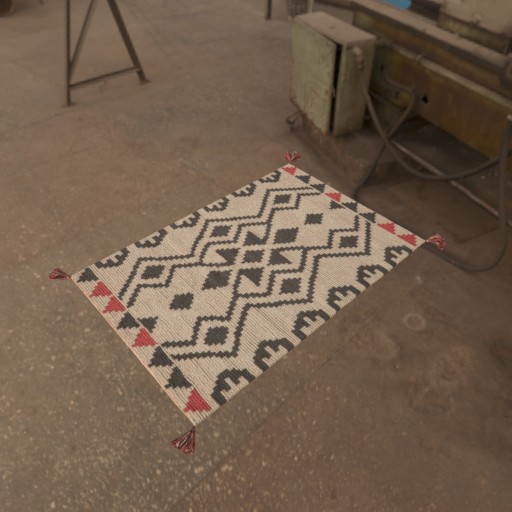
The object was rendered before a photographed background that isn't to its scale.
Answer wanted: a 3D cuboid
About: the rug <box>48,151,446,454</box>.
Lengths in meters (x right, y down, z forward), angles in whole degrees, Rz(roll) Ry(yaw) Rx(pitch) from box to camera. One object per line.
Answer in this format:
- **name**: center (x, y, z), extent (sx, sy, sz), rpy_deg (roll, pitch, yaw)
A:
- **rug**: center (0.000, 0.000, 2.697), extent (2.069, 0.067, 1.444), rpy_deg (-32, 52, -29)
